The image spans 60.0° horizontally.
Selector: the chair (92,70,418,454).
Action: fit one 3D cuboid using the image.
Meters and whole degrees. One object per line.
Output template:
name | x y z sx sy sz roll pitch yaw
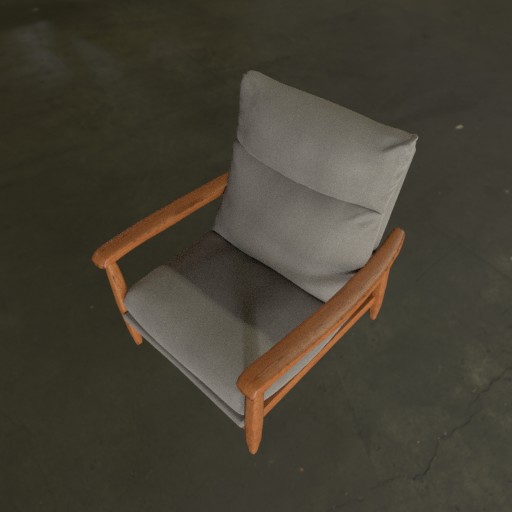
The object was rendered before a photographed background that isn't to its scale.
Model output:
chair | 0.000 0.000 1.521 0.782 0.922 0.816 34 55 28
